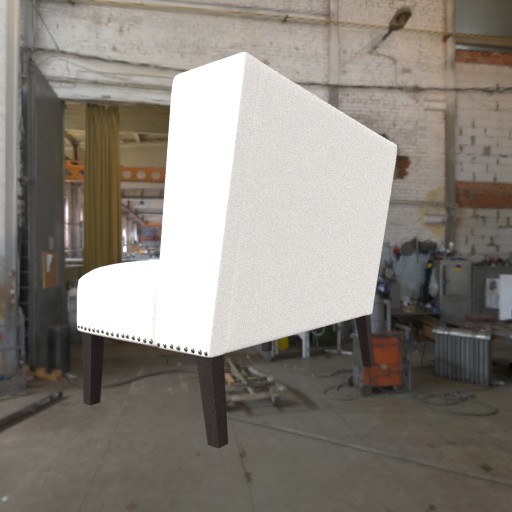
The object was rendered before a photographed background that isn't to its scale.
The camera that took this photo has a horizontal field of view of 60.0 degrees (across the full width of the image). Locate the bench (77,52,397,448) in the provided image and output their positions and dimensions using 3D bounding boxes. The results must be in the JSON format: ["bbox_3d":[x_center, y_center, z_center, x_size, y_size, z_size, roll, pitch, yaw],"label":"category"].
[{"bbox_3d":[0.000,0.000,1.961,0.847,1.123,1.280,0,0,36],"label":"bench"}]
